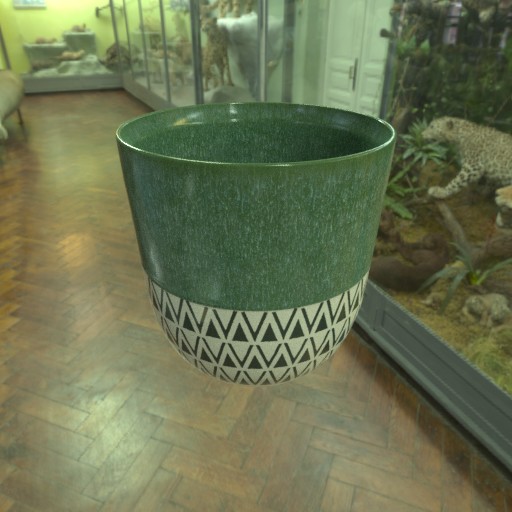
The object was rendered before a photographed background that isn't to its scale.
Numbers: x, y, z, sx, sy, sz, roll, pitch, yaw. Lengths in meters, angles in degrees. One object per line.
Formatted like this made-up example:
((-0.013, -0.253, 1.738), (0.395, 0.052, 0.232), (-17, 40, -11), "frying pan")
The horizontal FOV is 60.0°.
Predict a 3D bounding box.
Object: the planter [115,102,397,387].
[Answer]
((0.000, 0.000, 0.369), (0.195, 0.214, 0.195), (0, 28, 0), "planter")
